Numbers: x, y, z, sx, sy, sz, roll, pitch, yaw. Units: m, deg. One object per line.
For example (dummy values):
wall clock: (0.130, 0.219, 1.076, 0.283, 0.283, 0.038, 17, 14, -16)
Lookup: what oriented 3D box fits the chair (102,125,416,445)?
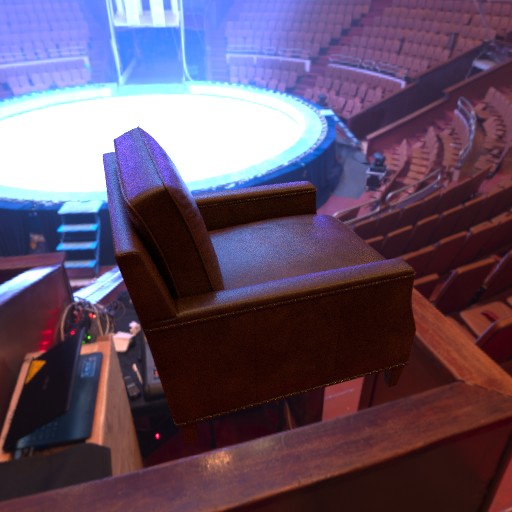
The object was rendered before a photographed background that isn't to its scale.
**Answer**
chair: (0.000, 0.000, 1.733, 1.014, 0.929, 0.853, -10, 32, -16)
